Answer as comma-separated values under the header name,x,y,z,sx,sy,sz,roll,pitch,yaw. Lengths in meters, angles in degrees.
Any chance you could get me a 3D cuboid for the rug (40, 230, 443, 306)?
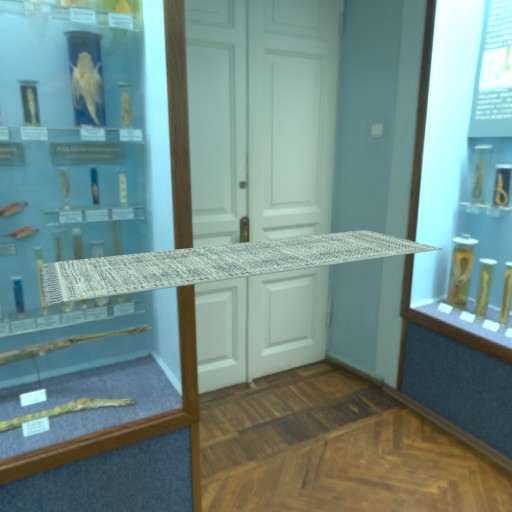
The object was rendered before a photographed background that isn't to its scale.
name,x,y,z,sx,sy,sz,roll,pitch,yaw
rug,0.000,0.000,2.818,2.480,0.013,0.786,-7,15,-26
